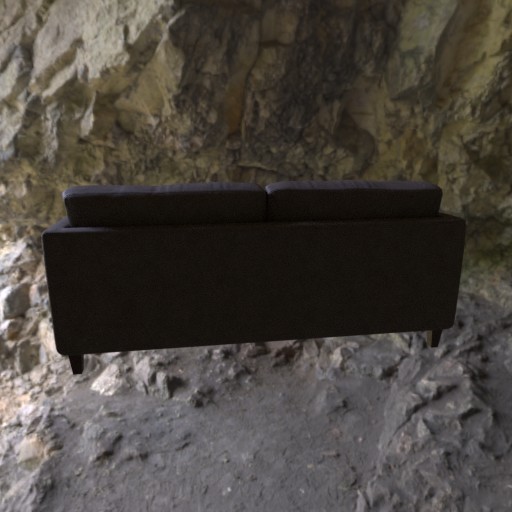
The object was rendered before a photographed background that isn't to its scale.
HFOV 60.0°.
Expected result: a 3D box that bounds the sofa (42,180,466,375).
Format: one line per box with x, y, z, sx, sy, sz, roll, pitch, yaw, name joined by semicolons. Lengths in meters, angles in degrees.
0.000;0.000;2.743;2.208;0.965;0.951;-2;15;-8;sofa
